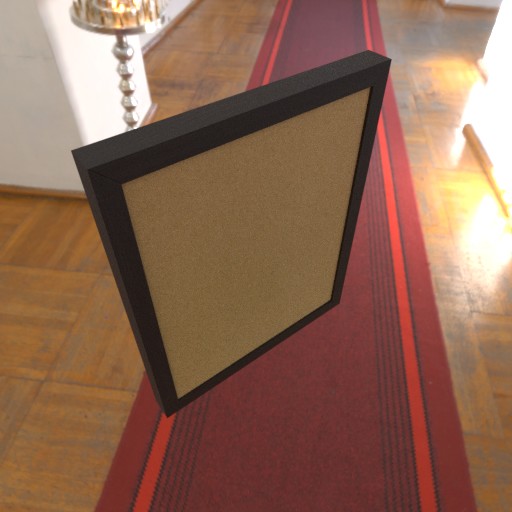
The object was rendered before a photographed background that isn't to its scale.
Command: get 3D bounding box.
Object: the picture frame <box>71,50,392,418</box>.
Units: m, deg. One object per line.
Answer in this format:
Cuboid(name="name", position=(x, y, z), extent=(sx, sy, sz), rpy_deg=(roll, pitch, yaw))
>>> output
Cuboid(name="picture frame", position=(0.000, 0.000, 0.744), extent=(0.452, 0.555, 0.044), rpy_deg=(-28, 52, -25))
